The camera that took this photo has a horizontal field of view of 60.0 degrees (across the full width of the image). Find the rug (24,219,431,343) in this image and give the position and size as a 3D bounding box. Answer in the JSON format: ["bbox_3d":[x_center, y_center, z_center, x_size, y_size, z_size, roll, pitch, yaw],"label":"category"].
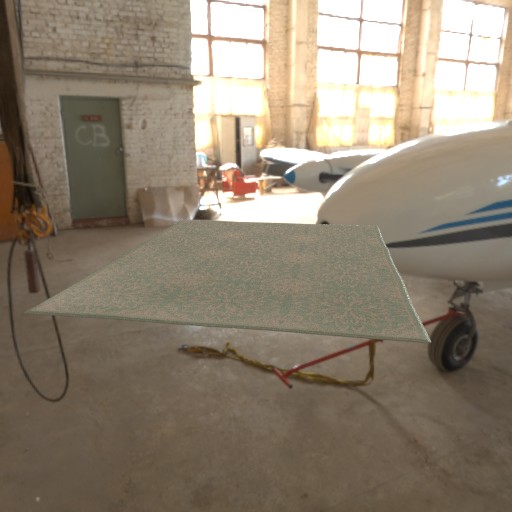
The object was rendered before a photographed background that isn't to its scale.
[{"bbox_3d":[0.000,0.000,3.920,2.363,0.012,2.980,3,16,9],"label":"rug"}]
